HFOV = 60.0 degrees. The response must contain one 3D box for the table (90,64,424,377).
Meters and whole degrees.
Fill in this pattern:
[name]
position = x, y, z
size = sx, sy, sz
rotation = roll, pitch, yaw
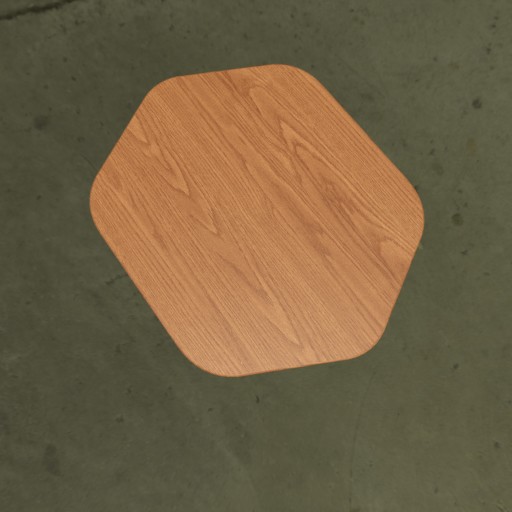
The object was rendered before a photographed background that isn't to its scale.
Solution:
[table]
position = 0.000, 0.000, 0.900
size = 0.400, 0.562, 0.500
rotation = -36, 78, -9
